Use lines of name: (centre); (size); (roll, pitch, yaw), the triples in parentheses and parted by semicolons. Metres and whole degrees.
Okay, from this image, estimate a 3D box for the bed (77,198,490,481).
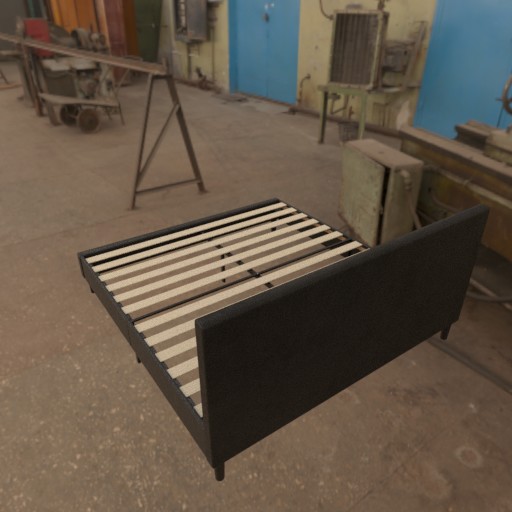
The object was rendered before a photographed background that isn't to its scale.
bed: (0.000, 0.000, 3.235); (2.018, 1.046, 2.152); (-19, 35, -30)
